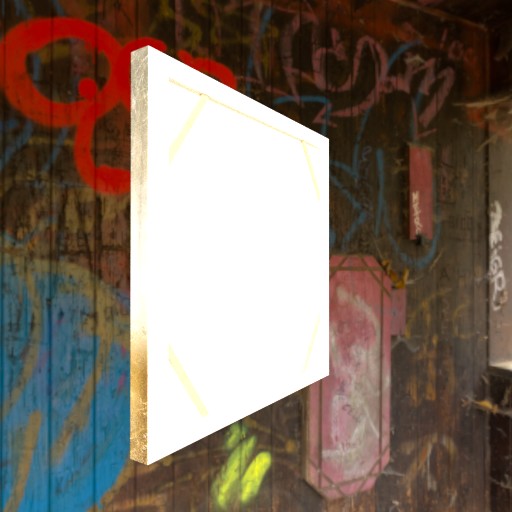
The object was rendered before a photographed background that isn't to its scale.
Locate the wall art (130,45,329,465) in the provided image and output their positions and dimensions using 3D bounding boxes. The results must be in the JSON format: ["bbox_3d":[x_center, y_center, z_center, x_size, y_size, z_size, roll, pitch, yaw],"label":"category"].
[{"bbox_3d":[0.000,0.000,0.905,0.038,0.610,0.610,0,-1,34],"label":"wall art"}]
